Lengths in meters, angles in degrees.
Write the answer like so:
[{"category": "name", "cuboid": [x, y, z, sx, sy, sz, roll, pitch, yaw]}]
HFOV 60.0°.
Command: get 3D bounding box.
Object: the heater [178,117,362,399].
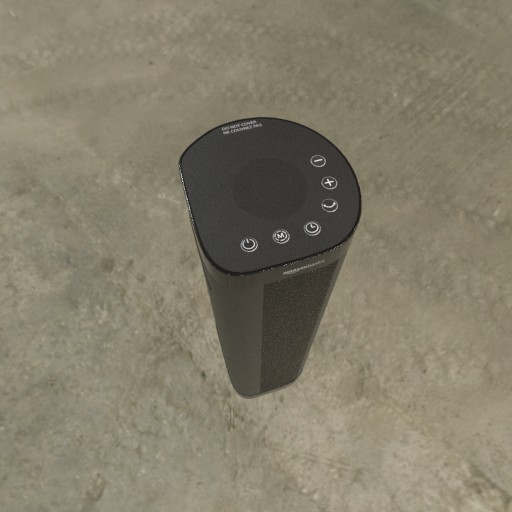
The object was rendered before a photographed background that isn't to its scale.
[{"category": "heater", "cuboid": [0.000, 0.000, 0.688, 0.174, 0.552, 0.312, -15, 63, -8]}]
